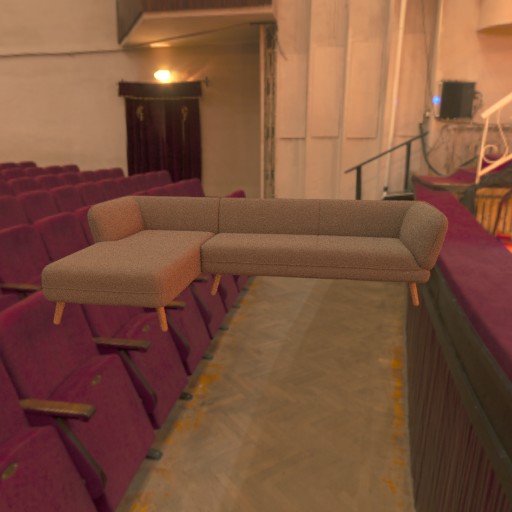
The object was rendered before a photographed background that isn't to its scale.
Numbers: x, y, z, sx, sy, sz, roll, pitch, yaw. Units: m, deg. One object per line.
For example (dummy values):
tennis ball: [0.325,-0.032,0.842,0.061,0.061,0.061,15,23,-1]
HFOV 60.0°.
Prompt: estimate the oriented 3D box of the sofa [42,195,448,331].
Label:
sofa: [0.000,0.000,3.259,2.653,0.693,1.532,2,14,9]
